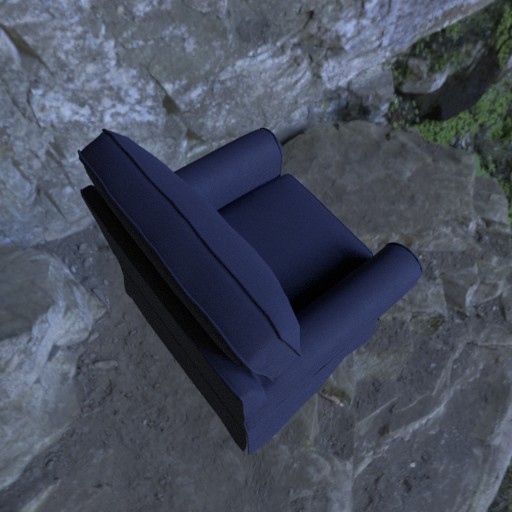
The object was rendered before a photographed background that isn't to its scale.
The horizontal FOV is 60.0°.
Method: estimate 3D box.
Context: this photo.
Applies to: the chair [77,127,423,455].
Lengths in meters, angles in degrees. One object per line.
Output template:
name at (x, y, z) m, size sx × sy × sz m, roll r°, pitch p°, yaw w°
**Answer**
chair at (0.000, 0.000, 1.944) m, size 1.002 × 1.140 × 1.119 m, roll -34°, pitch 64°, yaw -19°
